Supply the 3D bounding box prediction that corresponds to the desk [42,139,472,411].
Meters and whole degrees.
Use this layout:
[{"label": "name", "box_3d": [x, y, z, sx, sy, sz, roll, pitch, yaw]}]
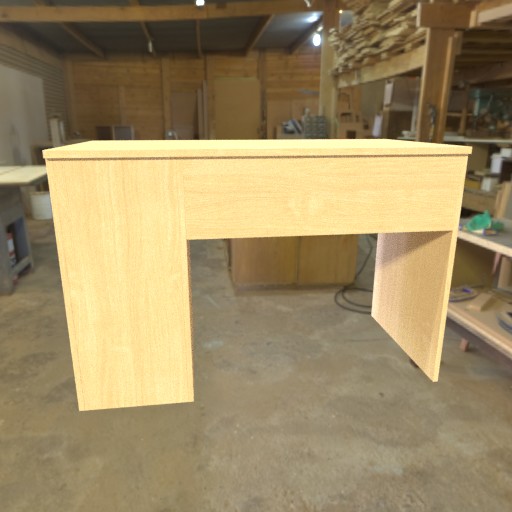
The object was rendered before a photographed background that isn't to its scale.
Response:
[{"label": "desk", "box_3d": [0.000, 0.000, 1.491, 1.097, 0.735, 0.560, -2, 17, -8]}]
